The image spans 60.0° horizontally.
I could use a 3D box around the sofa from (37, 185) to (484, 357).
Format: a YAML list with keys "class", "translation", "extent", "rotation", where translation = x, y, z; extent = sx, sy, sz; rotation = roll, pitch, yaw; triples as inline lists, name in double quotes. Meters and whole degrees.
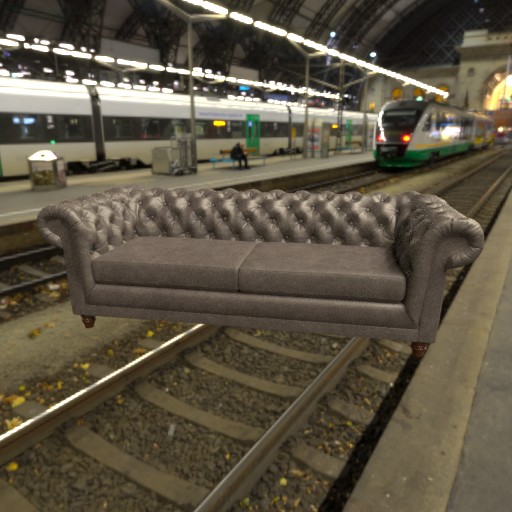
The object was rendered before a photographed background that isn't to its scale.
- class: "sofa"
  translation: [0.000, 0.000, 2.801]
  extent: [2.385, 0.783, 0.944]
  rotation: [3, 16, 10]
